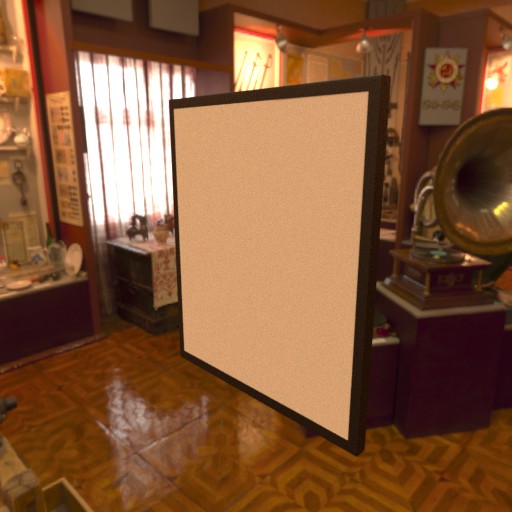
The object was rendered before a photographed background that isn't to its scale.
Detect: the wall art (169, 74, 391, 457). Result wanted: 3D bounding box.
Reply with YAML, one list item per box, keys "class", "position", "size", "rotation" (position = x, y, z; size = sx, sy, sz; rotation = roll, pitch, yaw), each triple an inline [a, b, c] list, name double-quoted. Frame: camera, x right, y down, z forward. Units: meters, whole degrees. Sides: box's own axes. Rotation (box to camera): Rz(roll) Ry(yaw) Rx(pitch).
- class: "wall art"
  position: [0.000, 0.000, 0.723]
  size: [0.021, 0.509, 0.430]
  rotation: [-14, 20, -43]
